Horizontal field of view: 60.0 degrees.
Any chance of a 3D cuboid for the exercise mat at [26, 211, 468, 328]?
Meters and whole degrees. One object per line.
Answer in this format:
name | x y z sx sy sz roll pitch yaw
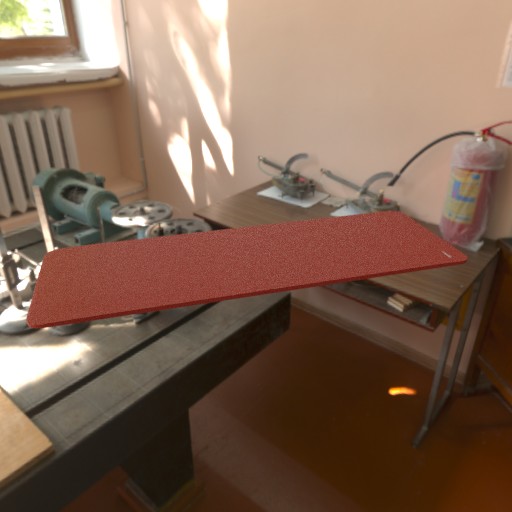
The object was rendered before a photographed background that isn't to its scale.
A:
exercise mat | 0.000 0.000 2.032 1.869 0.021 0.616 -7 29 -14
